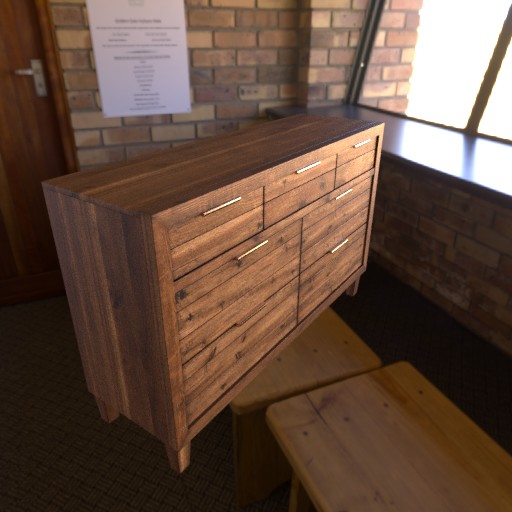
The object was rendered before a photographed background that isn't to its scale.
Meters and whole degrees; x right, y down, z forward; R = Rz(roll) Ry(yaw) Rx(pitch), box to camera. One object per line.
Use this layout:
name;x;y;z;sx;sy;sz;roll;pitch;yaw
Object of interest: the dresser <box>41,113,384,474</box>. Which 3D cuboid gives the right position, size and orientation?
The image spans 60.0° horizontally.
dresser;0.000;0.000;1.789;0.438;0.892;1.387;18;32;31
